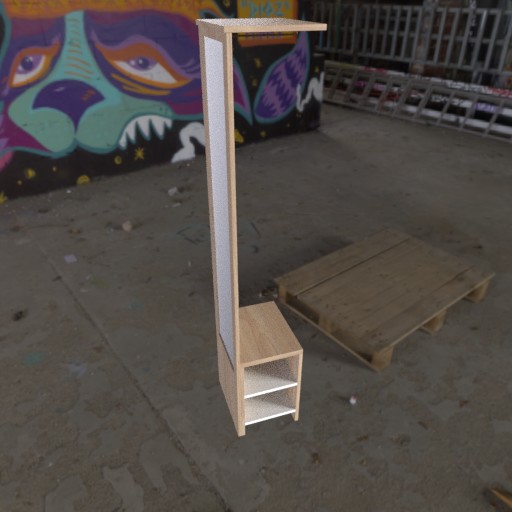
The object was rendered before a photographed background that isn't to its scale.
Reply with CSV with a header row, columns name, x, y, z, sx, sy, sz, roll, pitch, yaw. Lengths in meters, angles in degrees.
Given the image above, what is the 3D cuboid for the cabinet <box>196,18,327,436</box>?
name,x,y,z,sx,sy,sz,roll,pitch,yaw
cabinet,0.000,0.000,2.006,0.338,1.879,0.411,-10,32,-16
